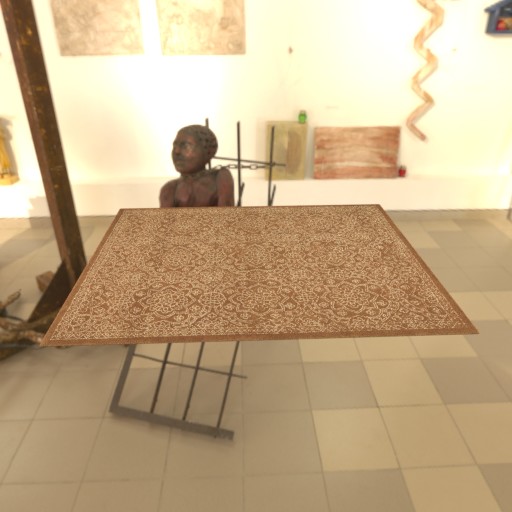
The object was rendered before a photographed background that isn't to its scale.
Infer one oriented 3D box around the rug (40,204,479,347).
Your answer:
[{"bbox_3d":[0.000,0.000,4.133,3.050,0.015,2.441,-1,28,-2],"label":"rug"}]
